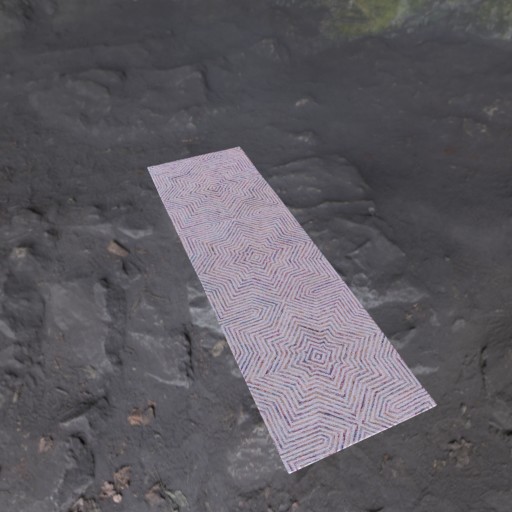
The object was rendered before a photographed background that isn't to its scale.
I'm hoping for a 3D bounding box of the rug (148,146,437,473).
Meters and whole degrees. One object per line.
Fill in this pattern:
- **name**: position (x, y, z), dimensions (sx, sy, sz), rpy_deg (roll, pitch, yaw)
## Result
- **rug**: position (0.000, 0.000, 2.721), dimensions (0.771, 0.009, 2.443), rpy_deg (-17, 47, -16)
